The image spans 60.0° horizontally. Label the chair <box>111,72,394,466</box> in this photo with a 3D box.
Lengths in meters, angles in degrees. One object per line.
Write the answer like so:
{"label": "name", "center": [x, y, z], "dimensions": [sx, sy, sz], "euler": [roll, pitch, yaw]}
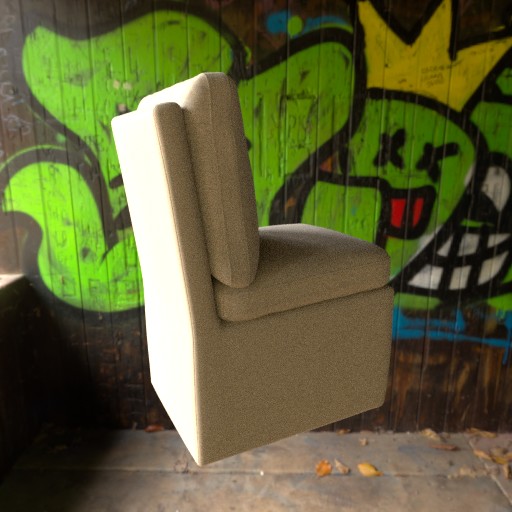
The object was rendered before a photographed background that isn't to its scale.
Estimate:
{"label": "chair", "center": [0.000, 0.000, 1.311], "dimensions": [0.698, 0.927, 0.503], "euler": [-7, 15, -27]}
